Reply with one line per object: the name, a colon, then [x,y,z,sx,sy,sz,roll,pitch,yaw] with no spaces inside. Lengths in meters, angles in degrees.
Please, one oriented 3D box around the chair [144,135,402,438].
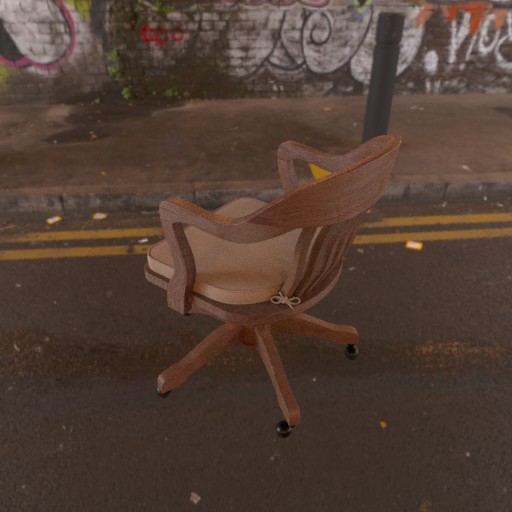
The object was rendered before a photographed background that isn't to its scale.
chair: [0.000,0.000,1.453,0.788,0.878,0.750,21,37,29]
